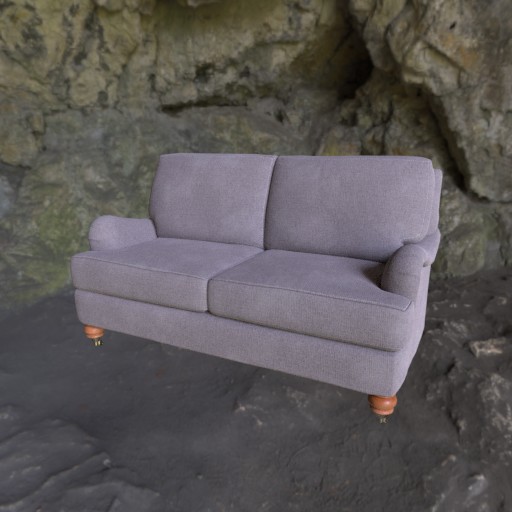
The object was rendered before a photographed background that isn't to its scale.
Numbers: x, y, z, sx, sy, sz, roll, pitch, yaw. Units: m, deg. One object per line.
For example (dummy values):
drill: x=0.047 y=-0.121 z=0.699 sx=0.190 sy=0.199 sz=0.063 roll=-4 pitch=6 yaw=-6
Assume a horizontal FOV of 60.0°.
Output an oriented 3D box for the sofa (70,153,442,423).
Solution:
sofa: x=0.000 y=0.000 z=2.491 sx=1.853 sy=1.101 sz=1.084 roll=7 pitch=16 yaw=26
